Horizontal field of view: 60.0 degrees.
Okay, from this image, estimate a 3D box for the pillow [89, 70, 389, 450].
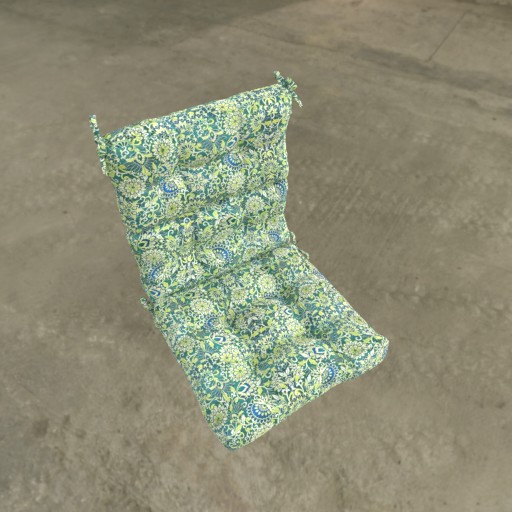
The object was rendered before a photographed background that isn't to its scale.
[{"bbox_3d":[0.000,0.000,1.043,0.519,0.605,0.571,-24,51,-21],"label":"pillow"}]
